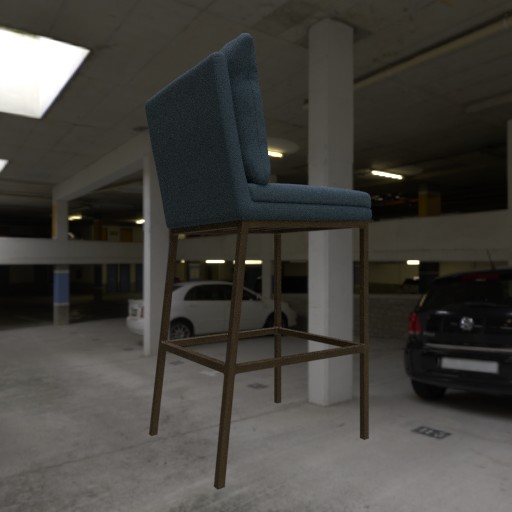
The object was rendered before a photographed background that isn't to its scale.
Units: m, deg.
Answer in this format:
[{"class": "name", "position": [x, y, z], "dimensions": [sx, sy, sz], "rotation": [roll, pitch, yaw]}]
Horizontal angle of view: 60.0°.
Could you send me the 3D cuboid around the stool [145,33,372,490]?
[{"class": "stool", "position": [0.000, 0.000, 1.391], "dimensions": [0.568, 1.124, 0.463], "rotation": [0, -1, -36]}]
